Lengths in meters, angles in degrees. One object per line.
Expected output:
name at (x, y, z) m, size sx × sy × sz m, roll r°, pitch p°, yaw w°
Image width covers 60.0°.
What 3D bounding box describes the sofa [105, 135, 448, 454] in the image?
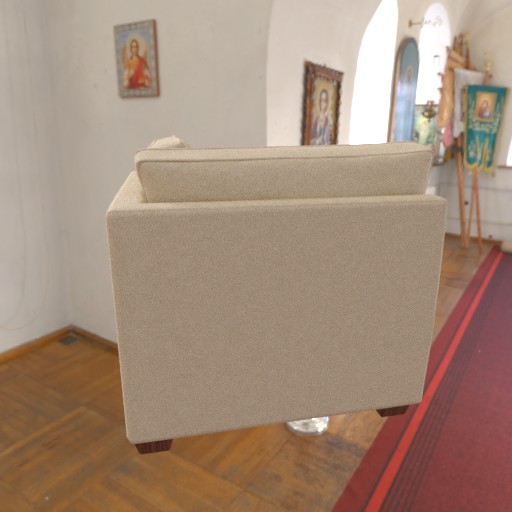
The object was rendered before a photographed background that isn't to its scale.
sofa at (0.000, 0.000, 1.929) m, size 1.084 × 1.002 × 1.146 m, roll -3°, pitch 17°, yaw -11°
